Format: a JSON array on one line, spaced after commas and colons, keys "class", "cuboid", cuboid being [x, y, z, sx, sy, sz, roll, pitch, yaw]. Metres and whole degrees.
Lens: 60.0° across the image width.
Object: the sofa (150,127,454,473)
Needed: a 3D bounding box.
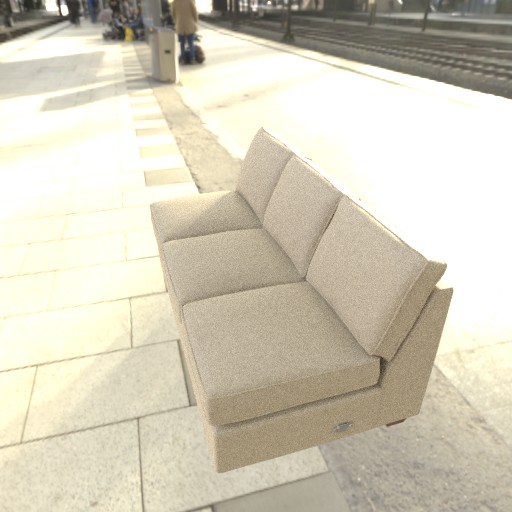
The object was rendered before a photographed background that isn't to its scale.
[{"class": "sofa", "cuboid": [0.000, 0.000, 2.542, 1.027, 0.973, 1.962, -9, 31, -15]}]
